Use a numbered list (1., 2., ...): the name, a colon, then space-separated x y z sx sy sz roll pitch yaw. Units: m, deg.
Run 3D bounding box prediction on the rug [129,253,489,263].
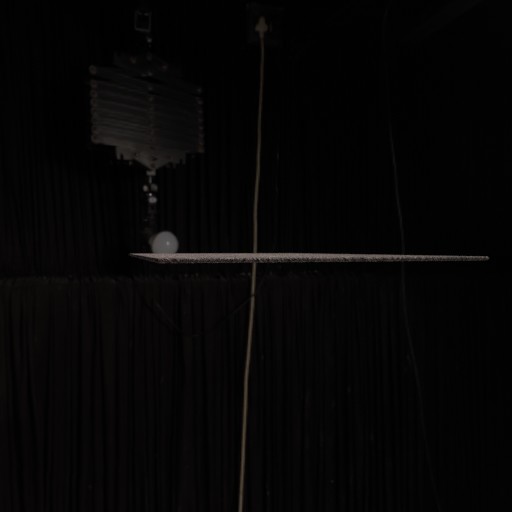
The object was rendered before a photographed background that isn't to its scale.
1. rug: 0.000 0.000 2.893 1.501 0.017 2.298 0 1 -18
